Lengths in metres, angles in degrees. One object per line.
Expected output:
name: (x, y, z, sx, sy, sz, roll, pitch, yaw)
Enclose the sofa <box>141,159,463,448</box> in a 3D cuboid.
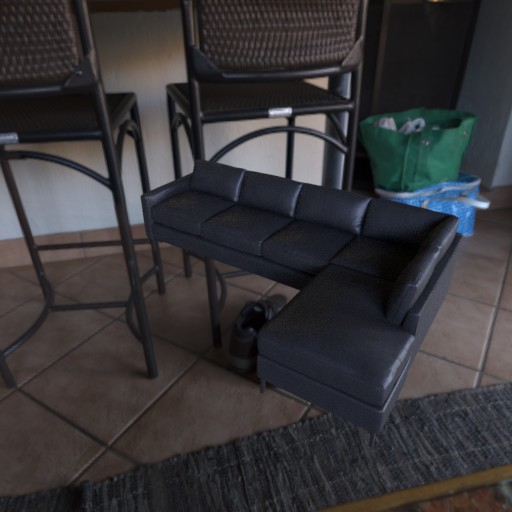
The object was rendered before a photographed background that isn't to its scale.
sofa: (0.000, 0.000, 3.843, 2.984, 0.877, 1.938, 18, 34, 29)
